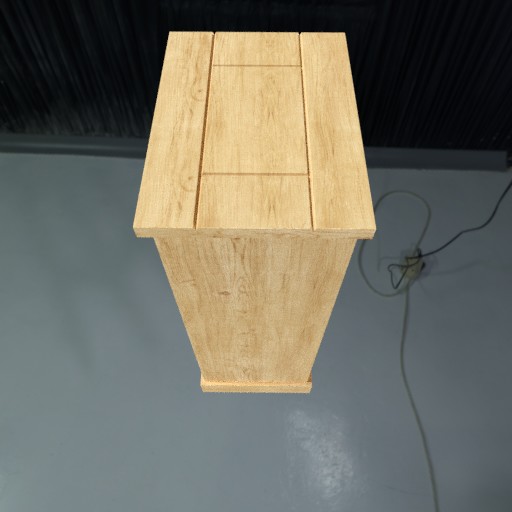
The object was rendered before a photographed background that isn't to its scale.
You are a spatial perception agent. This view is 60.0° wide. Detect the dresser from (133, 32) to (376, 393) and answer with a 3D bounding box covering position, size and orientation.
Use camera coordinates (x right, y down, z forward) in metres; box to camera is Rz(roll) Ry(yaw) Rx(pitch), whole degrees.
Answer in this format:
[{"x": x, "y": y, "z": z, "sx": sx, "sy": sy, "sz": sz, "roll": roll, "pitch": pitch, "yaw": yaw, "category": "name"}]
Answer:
[{"x": 0.000, "y": 0.000, "z": 1.292, "sx": 0.390, "sy": 1.041, "sz": 0.531, "roll": 0, "pitch": 59, "yaw": 0, "category": "dresser"}]
